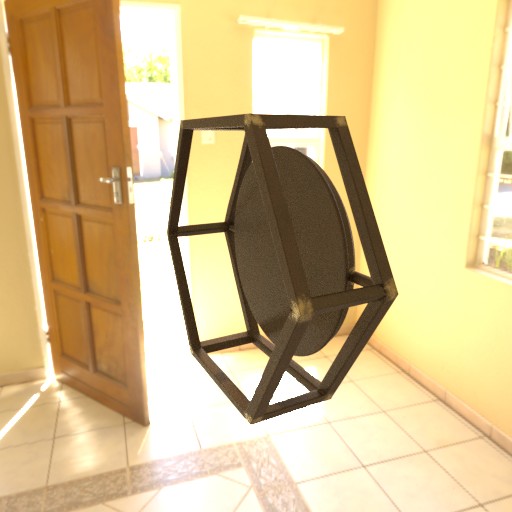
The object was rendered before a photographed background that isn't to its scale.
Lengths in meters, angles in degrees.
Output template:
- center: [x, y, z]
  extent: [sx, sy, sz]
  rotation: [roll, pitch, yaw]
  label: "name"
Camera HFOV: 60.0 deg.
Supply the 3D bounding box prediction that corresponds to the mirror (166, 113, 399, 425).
- center: [0.000, 0.000, 0.563]
  extent: [0.119, 0.334, 0.380]
  rotation: [-8, 17, -27]
  label: "mirror"
